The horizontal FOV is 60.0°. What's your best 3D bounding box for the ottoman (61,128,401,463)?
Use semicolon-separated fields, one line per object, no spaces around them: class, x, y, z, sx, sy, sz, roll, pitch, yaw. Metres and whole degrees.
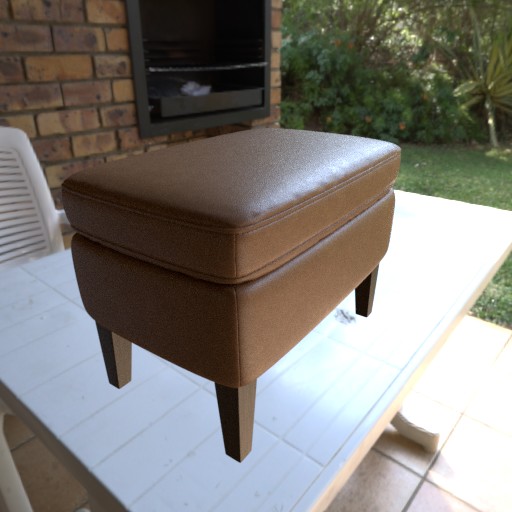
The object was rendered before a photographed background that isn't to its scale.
ottoman;0.000;0.000;0.980;0.420;0.480;0.670;17;30;31
